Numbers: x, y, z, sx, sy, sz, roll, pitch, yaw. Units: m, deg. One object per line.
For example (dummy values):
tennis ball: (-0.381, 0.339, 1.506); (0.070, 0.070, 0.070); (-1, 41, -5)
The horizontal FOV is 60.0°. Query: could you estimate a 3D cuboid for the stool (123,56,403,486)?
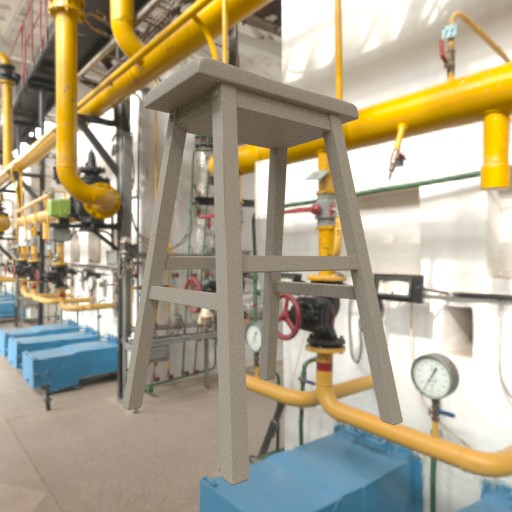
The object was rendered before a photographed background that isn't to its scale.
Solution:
stool: (0.000, 0.000, 1.035); (0.457, 0.737, 0.476); (0, 0, -37)
